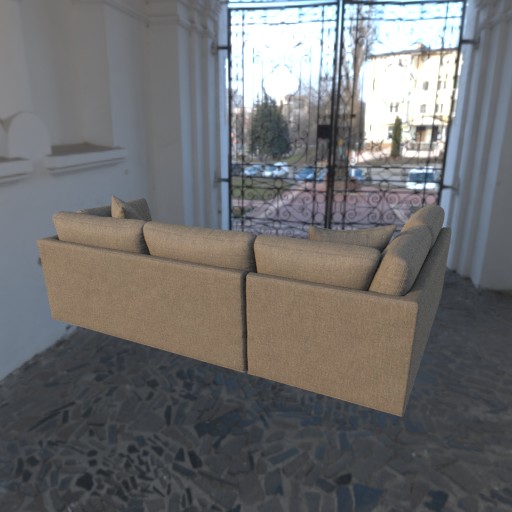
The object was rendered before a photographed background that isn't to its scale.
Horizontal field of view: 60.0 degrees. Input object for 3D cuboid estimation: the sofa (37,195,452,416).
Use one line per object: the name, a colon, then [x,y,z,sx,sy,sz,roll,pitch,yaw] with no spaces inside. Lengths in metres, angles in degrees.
sofa: [0.000,0.000,3.776,2.896,0.978,1.994,8,18,26]
